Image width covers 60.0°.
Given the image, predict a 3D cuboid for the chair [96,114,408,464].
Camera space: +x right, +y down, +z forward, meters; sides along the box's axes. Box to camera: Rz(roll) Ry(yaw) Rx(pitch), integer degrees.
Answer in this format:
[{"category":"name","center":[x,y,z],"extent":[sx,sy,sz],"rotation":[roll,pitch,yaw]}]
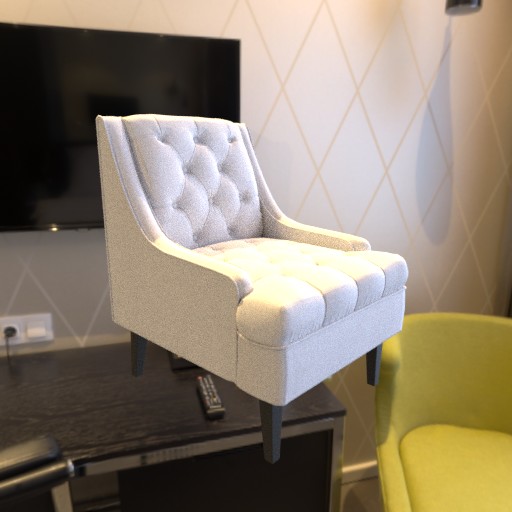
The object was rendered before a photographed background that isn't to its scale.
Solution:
[{"category":"chair","center":[0.000,0.000,1.430],"extent":[0.772,0.891,0.658],"rotation":[13,19,42]}]
